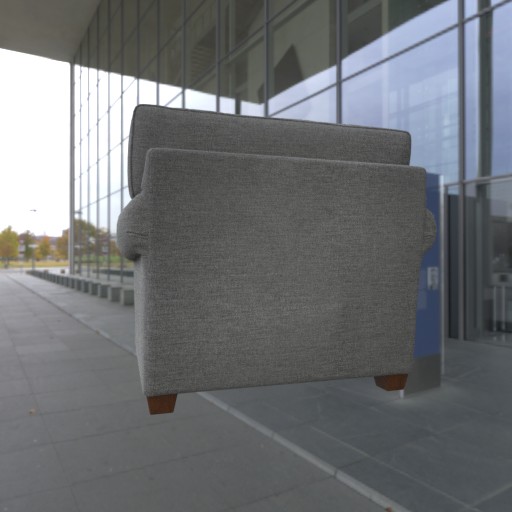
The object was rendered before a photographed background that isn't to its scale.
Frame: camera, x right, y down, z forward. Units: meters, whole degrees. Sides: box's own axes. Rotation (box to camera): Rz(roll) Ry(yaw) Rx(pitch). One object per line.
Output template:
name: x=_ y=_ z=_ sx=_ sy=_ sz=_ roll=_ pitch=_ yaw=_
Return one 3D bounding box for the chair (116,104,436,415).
chair: x=0.000 y=0.000 z=1.809 sx=1.092 sy=0.961 sz=0.965 roll=0 pitch=0 yaw=-17
